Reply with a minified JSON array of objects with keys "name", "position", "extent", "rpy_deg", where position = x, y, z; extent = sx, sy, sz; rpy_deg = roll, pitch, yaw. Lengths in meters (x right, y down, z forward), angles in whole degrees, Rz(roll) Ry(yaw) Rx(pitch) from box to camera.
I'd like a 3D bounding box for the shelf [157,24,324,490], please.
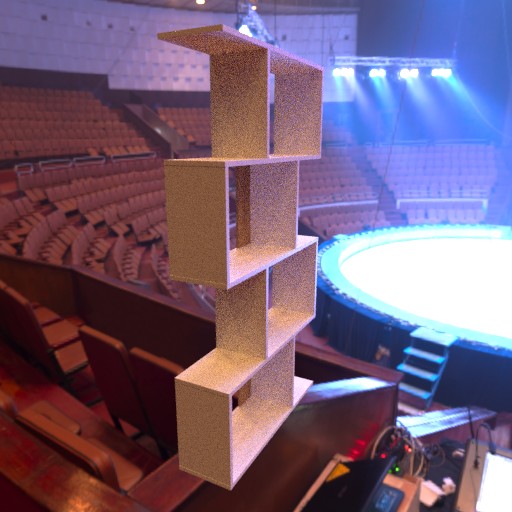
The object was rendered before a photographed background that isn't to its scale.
[{"name":"shelf","position":[0.000,0.000,1.954],"extent":[0.250,1.650,0.890],"rpy_deg":[8,16,27]}]
